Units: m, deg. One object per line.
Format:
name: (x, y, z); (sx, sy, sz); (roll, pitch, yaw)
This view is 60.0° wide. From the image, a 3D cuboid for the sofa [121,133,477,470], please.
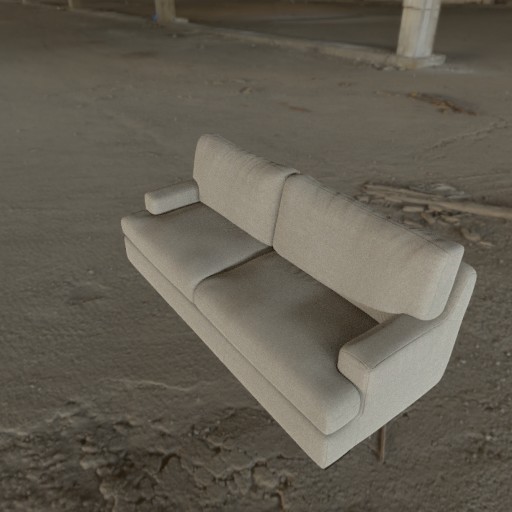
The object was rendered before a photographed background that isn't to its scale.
sofa: (0.000, 0.000, 2.856); (0.962, 0.980, 2.354); (-22, 38, -30)
